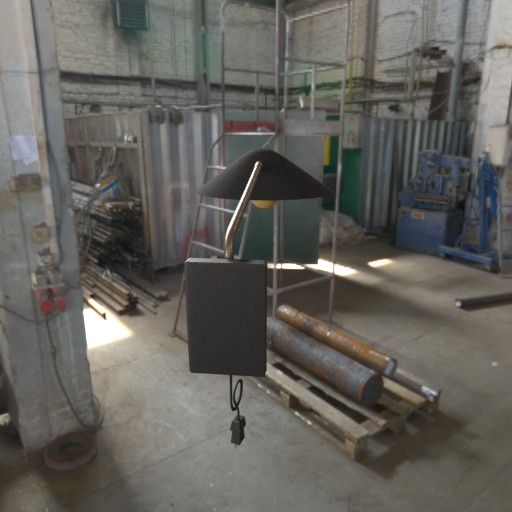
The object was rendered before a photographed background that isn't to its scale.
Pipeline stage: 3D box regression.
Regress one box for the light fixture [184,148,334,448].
[{"bbox_3d":[0.000,0.000,0.667,0.240,0.312,0.516,2,15,6],"label":"light fixture"}]
